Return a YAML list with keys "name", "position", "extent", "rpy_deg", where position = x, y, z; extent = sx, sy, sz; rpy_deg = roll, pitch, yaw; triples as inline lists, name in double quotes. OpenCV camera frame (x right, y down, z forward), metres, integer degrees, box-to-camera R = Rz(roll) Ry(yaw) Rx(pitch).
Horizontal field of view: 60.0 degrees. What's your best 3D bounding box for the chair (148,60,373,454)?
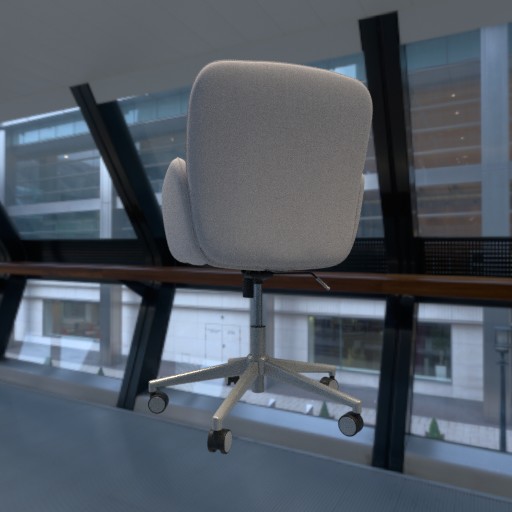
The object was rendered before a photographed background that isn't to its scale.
- name: "chair"
  position: [0.000, 0.000, 1.390]
  extent: [0.648, 0.959, 0.633]
  rpy_deg: [0, -1, -18]
